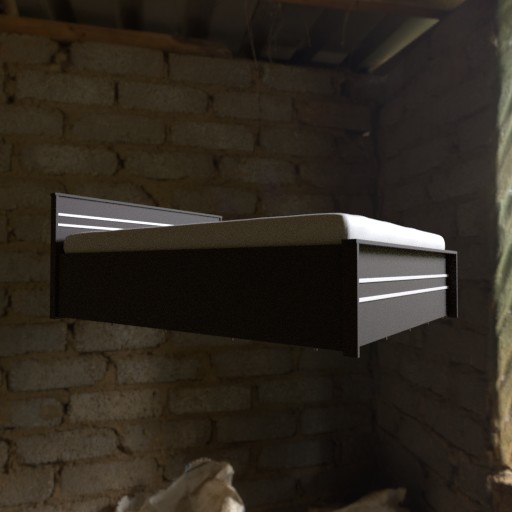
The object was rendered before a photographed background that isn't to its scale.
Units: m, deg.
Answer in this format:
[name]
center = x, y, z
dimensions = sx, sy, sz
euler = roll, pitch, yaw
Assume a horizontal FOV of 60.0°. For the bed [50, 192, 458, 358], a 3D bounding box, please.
[bed]
center = 0.000, 0.000, 2.894
dimensions = 2.103, 0.808, 1.634
euler = -1, -2, 36
